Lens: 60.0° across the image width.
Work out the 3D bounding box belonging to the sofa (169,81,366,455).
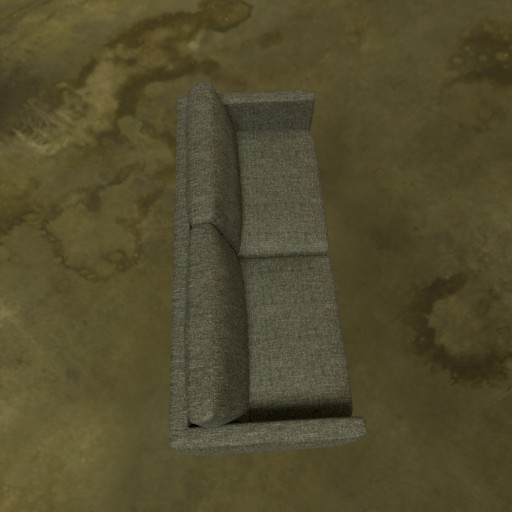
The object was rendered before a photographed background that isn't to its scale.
[{"bbox_3d":[0.000,0.000,2.754,0.948,0.960,2.208,-3,64,-1],"label":"sofa"}]
